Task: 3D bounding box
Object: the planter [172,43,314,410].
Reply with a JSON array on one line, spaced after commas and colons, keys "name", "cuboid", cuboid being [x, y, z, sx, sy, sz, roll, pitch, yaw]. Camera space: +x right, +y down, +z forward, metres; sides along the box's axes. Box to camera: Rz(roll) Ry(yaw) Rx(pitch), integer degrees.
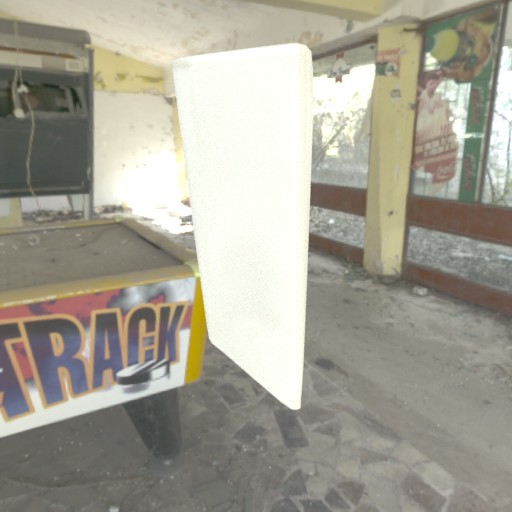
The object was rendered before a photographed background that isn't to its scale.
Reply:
[{"name": "planter", "cuboid": [0.000, 0.000, 0.259, 0.060, 0.197, 0.150, 2, 14, 8]}]
